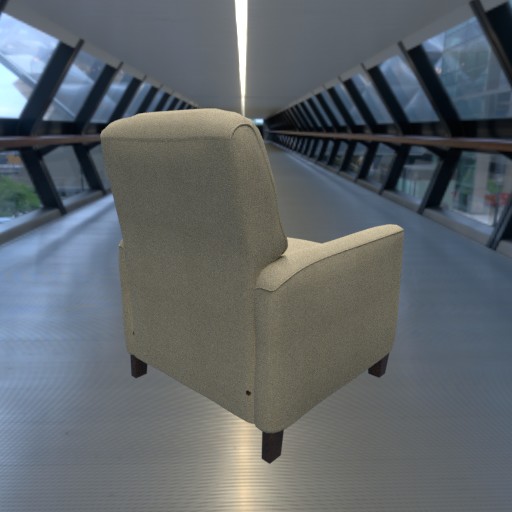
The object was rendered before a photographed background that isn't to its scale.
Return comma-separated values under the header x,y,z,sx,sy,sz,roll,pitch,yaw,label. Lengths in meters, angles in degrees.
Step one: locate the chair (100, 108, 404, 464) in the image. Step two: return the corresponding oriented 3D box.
x,y,z,sx,sy,sz,roll,pitch,yaw,label
0.000,0.000,1.664,0.850,1.006,0.853,13,20,41,chair
